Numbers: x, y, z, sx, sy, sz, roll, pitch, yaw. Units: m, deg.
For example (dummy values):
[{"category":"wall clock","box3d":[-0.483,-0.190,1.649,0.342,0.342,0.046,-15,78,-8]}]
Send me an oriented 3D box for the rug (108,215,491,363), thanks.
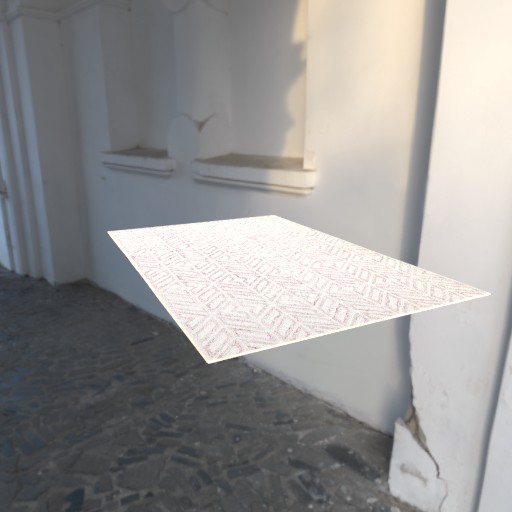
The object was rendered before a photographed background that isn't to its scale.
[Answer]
[{"category":"rug","box3d":[0.000,0.000,2.321,1.220,0.007,1.828,-8,18,-25]}]
